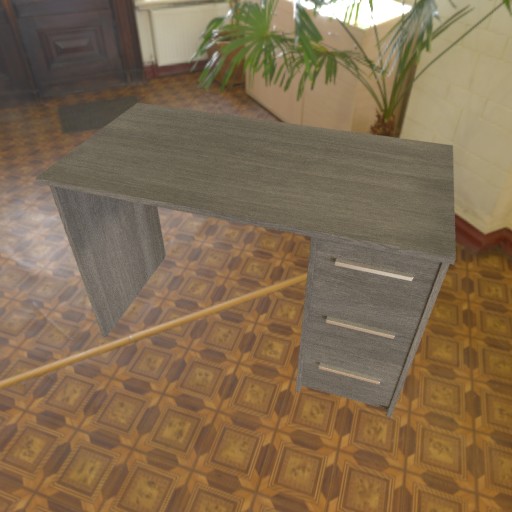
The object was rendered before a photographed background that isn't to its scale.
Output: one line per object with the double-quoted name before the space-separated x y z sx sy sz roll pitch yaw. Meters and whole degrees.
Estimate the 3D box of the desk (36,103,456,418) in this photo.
"desk" 0.000 0.000 1.534 1.097 0.735 0.560 12 42 14
